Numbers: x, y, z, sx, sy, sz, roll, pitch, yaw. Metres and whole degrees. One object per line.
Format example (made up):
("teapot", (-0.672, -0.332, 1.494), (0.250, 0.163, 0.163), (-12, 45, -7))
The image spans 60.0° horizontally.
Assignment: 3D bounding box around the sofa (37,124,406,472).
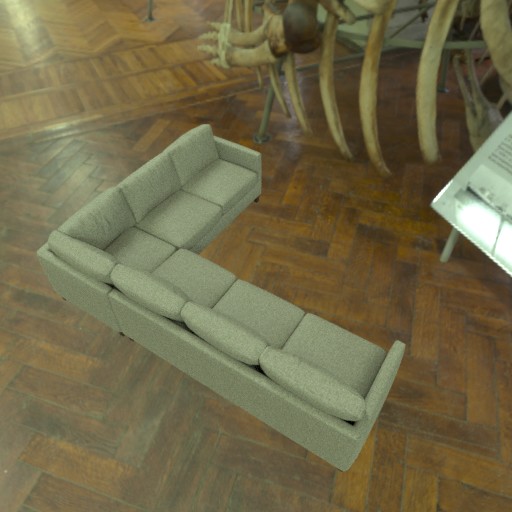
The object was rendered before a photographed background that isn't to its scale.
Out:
("sofa", (0.000, 0.000, 4.435), (3.302, 0.947, 2.593), (25, 51, 22))
